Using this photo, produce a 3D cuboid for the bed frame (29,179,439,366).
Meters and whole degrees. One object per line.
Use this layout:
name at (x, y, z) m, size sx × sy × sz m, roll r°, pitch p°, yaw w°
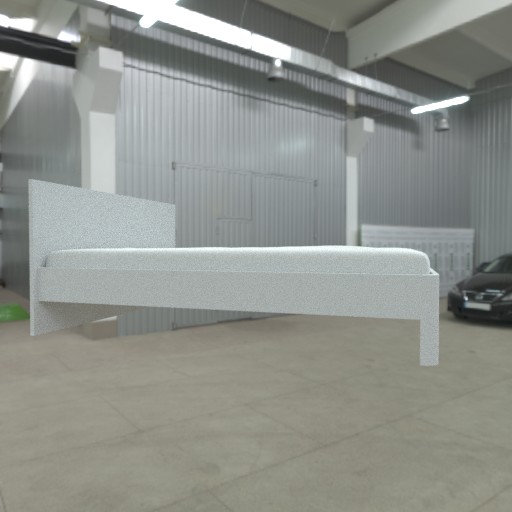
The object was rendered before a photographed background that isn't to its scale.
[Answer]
bed frame at (0.000, 0.000, 2.670) m, size 1.950 × 0.800 × 1.490 m, roll 0°, pitch 1°, yaw 18°
